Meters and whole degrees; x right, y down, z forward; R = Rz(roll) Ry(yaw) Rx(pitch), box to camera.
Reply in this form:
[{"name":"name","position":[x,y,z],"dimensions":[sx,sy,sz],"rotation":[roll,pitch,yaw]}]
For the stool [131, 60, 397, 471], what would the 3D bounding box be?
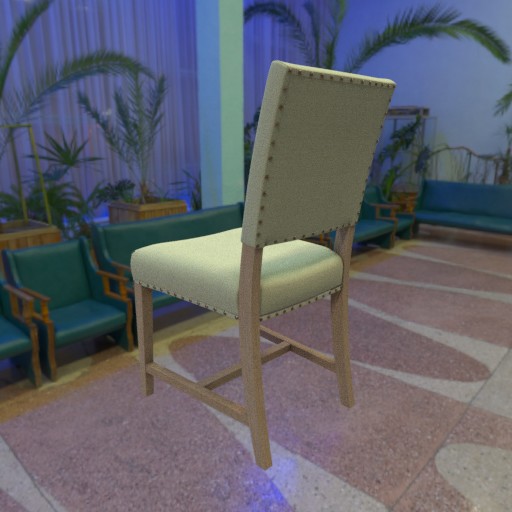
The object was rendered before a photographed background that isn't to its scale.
[{"name":"stool","position":[0.000,0.000,1.333],"dimensions":[0.508,0.986,0.623],"rotation":[-15,21,-43]}]
